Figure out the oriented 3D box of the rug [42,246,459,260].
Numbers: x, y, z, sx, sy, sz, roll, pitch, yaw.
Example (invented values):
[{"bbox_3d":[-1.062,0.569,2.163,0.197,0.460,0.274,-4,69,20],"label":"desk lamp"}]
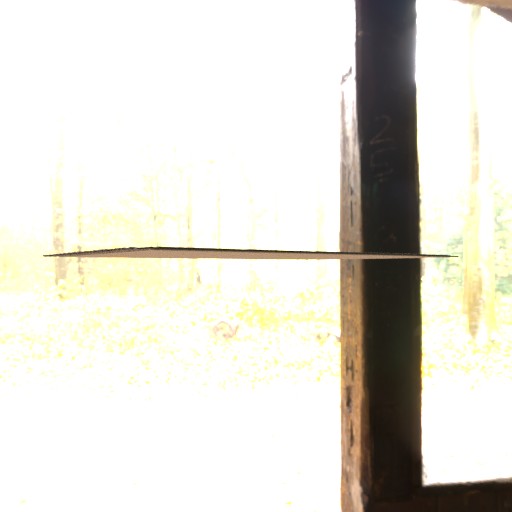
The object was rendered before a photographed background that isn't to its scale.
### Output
[{"bbox_3d":[0.000,0.000,2.360,1.872,0.013,1.243,1,-2,-37],"label":"rug"}]
